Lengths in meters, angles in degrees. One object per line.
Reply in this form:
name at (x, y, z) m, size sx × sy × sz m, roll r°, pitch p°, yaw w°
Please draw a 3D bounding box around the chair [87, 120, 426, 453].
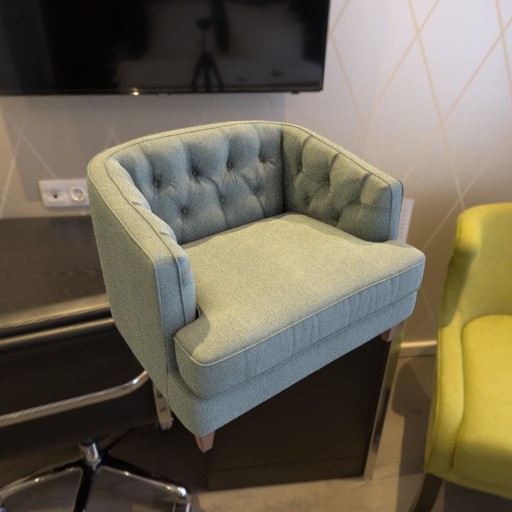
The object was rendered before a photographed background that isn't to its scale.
chair at (0.000, 0.000, 1.781) m, size 1.094 × 0.852 × 0.945 m, roll -20°, pitch 35°, yaw -31°
